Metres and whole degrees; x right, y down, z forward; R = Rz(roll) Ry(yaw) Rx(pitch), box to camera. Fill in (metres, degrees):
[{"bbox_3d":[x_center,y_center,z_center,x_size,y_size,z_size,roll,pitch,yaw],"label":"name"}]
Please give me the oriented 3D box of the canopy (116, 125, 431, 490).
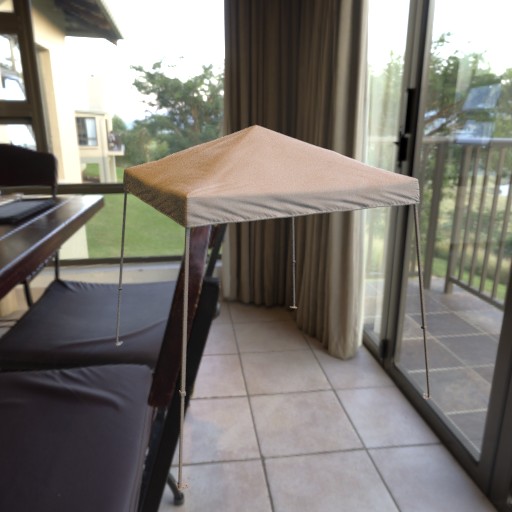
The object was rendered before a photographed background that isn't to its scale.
[{"bbox_3d":[0.000,0.000,5.032,2.849,2.849,2.848,-8,18,-26],"label":"canopy"}]
